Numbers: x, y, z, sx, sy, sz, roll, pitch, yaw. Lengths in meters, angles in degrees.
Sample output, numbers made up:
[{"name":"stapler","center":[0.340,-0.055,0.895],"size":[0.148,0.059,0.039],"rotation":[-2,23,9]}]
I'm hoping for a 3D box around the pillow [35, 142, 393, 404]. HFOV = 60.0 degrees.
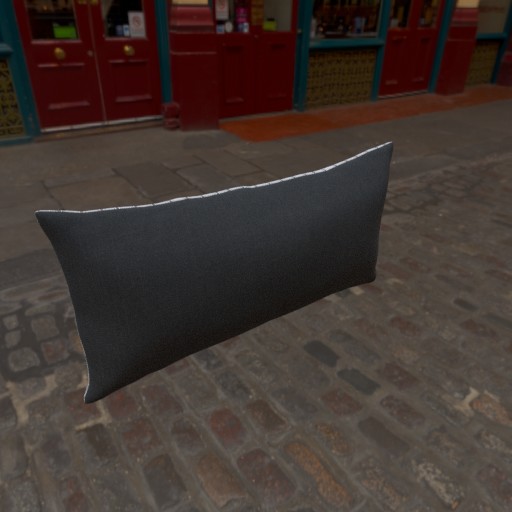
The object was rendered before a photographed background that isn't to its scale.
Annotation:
[{"name":"pillow","center":[0.000,0.000,0.725],"size":[0.609,0.305,0.151],"rotation":[-19,34,-30]}]
